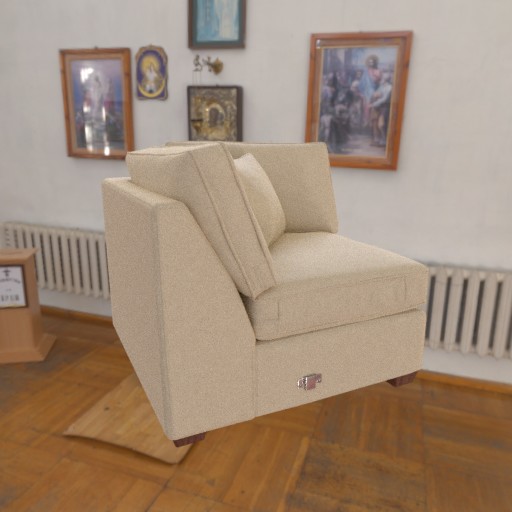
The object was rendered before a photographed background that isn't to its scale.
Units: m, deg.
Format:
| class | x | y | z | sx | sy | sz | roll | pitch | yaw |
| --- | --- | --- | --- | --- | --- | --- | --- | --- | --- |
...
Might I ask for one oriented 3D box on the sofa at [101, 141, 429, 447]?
| class | x | y | z | sx | sy | sz | roll | pitch | yaw |
| --- | --- | --- | --- | --- | --- | --- | --- | --- | --- |
| sofa | 0.000 | 0.000 | 1.987 | 1.146 | 1.002 | 1.084 | -7 | 16 | -25 |
